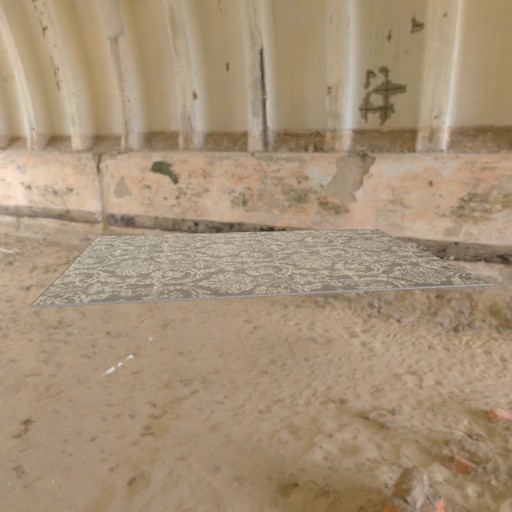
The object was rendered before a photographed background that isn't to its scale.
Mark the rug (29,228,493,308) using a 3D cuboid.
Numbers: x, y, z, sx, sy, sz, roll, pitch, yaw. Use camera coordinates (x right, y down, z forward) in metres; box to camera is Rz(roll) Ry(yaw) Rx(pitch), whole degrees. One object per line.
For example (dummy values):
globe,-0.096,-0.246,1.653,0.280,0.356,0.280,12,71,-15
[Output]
rug,0.000,0.000,3.457,2.746,0.018,1.819,-2,15,-8
